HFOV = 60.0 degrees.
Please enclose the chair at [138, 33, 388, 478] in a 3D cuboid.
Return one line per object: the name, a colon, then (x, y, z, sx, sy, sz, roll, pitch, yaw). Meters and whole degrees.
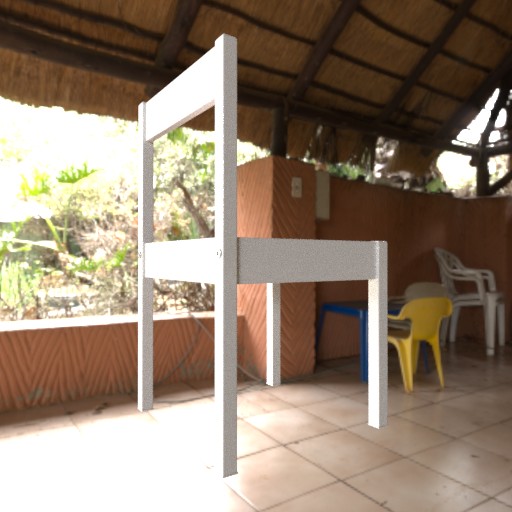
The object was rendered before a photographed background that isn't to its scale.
chair: (0.000, 0.000, 0.698, 0.285, 0.505, 0.285, 0, 0, -34)
